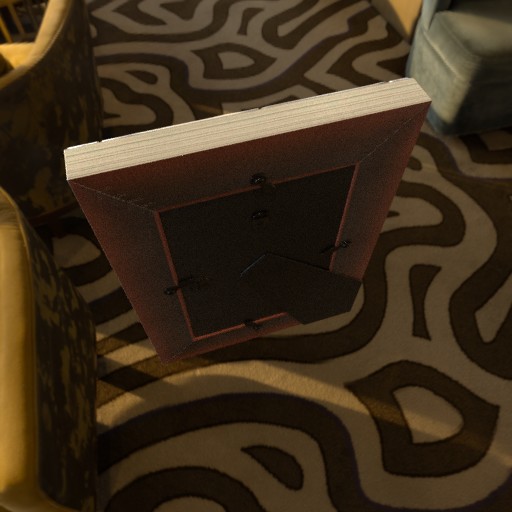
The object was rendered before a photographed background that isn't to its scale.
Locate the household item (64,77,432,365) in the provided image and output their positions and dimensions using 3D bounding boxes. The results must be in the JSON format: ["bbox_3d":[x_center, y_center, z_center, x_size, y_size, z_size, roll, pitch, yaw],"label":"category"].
[{"bbox_3d":[0.000,0.000,0.287,0.165,0.216,0.025,-15,58,-10],"label":"household item"}]
